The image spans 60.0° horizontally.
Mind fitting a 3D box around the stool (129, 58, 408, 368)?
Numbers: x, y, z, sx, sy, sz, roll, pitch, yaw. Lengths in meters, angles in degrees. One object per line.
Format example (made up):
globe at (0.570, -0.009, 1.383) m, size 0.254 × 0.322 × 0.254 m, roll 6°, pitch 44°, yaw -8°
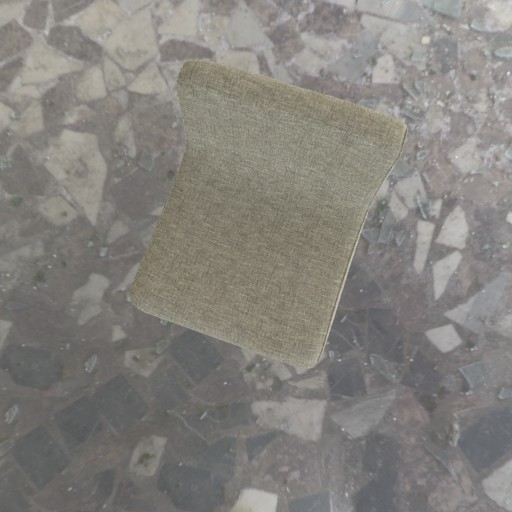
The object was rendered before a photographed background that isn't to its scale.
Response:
stool at (0.000, 0.000, 1.123) m, size 0.417 × 0.835 × 0.459 m, roll 19°, pitch 77°, yaw 5°
